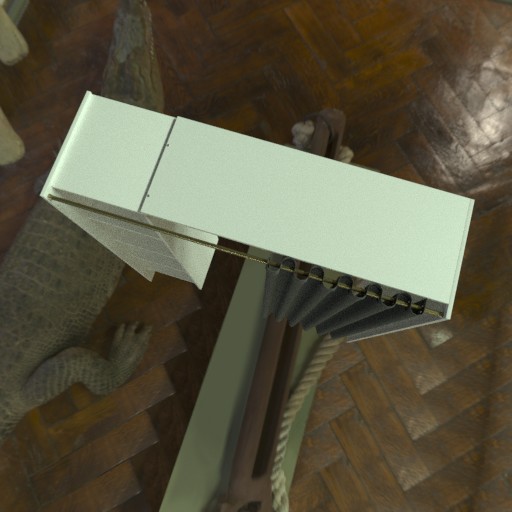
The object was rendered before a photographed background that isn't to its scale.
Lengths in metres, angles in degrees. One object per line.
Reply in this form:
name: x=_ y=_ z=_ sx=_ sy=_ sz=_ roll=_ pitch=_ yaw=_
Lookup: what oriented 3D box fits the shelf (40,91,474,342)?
shelf: x=0.000 y=0.000 z=2.575 sx=1.600 sy=1.810 sz=0.500 roll=17 pitch=77 yaw=4
